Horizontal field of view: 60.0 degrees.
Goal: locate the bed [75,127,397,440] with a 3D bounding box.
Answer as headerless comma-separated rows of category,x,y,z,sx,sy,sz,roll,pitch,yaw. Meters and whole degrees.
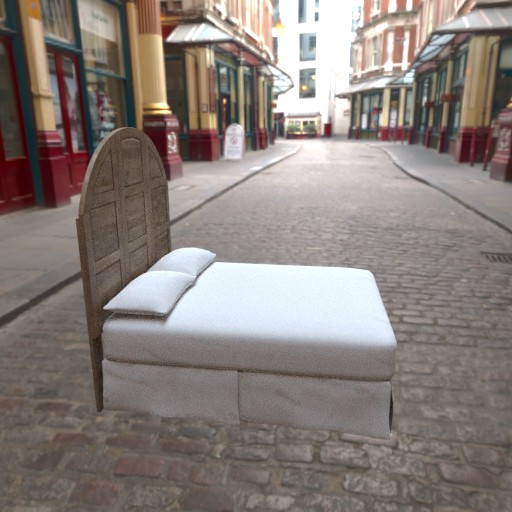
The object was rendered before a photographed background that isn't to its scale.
bed,0.000,0.000,3.585,2.112,2.002,1.713,2,16,8
